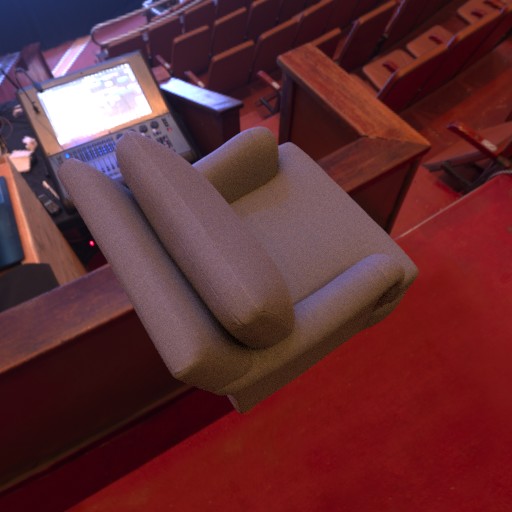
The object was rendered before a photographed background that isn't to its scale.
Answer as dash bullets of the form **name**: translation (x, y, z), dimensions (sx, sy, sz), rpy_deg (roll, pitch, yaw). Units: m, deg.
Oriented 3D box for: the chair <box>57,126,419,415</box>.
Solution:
- **chair**: translation (0.000, 0.000, 1.856), dimensions (1.070, 1.038, 0.955), rpy_deg (-30, 63, -17)
